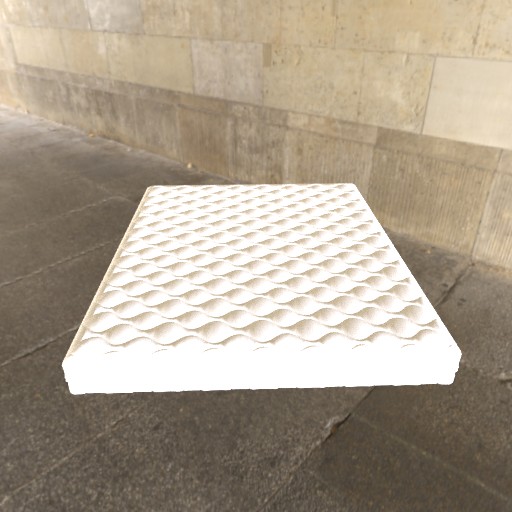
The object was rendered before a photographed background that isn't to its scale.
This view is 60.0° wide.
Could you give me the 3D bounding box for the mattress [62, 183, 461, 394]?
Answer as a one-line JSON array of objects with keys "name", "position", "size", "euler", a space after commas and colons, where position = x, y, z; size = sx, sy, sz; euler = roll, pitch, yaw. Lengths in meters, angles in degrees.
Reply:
[{"name": "mattress", "position": [0.000, 0.000, 2.611], "size": [1.600, 0.200, 1.900], "euler": [-1, 30, -2]}]
